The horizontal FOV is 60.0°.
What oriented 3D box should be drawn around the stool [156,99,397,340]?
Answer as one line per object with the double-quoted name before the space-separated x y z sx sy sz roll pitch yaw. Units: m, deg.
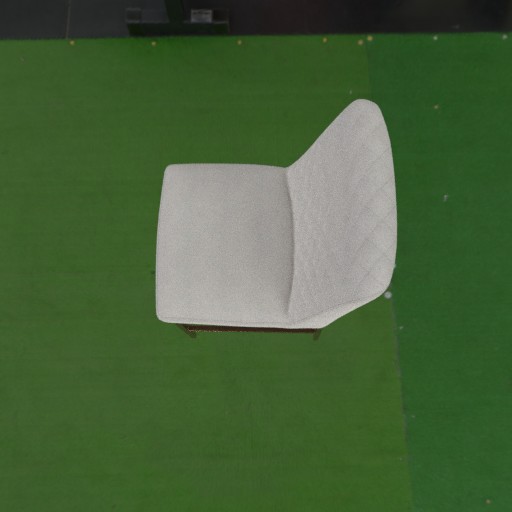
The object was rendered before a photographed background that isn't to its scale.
"stool" 0.000 0.000 1.378 0.546 1.084 0.462 1 76 0
